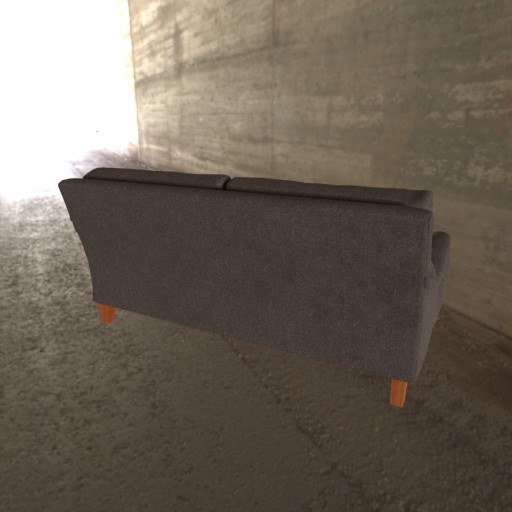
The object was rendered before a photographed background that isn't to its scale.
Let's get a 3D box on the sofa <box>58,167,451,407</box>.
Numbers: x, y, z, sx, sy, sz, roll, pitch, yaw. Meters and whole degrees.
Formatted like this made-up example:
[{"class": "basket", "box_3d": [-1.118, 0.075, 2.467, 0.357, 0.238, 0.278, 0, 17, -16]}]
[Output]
[{"class": "sofa", "box_3d": [0.000, 0.000, 2.736, 2.160, 1.054, 1.087, 9, 19, 26]}]
